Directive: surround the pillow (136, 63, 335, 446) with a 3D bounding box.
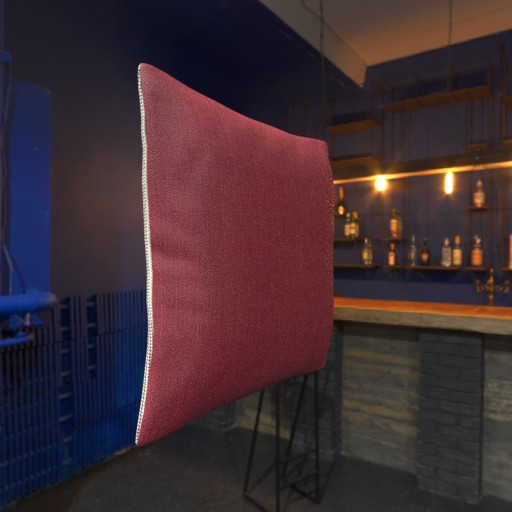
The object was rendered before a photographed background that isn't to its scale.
[{"bbox_3d":[0.000,0.000,0.776,0.166,0.497,0.513,0,0,37],"label":"pillow"}]
